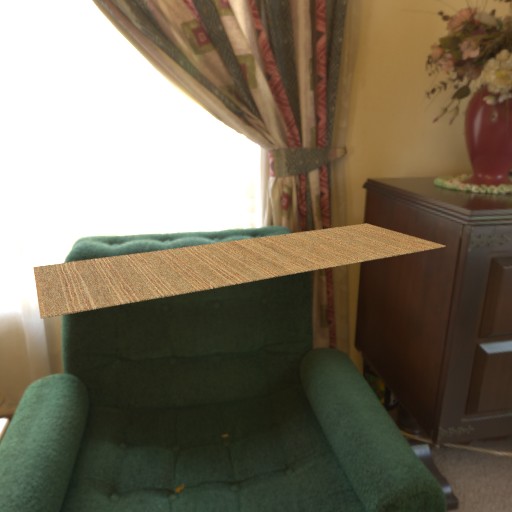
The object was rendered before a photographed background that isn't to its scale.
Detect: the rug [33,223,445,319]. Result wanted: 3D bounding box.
[{"bbox_3d":[0.000,0.000,2.720,2.438,0.006,0.783,-9,19,-27],"label":"rug"}]
